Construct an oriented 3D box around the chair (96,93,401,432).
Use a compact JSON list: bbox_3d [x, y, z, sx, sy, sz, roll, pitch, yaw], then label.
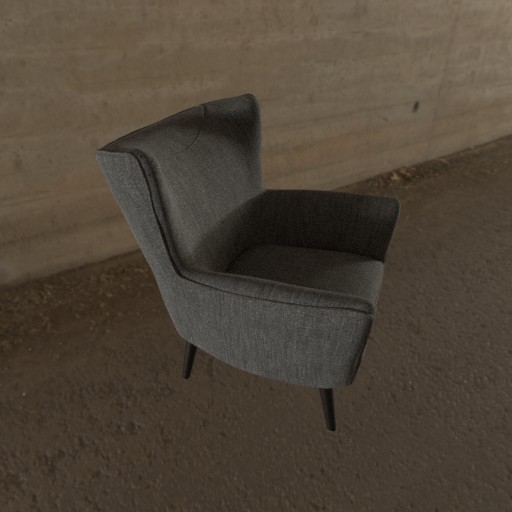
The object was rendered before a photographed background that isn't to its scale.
[{"bbox_3d":[0.000,0.000,1.557,0.888,0.933,0.781,11,33,18],"label":"chair"}]
